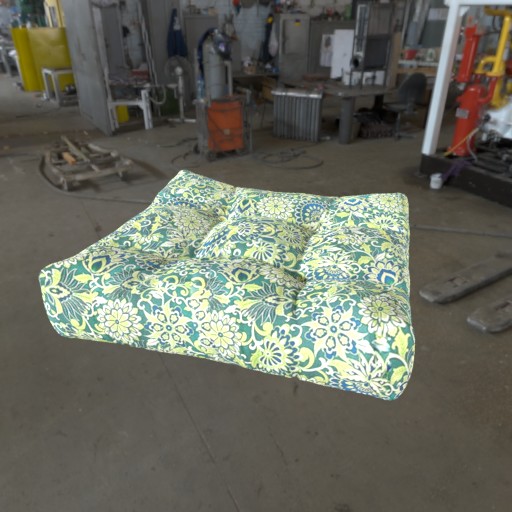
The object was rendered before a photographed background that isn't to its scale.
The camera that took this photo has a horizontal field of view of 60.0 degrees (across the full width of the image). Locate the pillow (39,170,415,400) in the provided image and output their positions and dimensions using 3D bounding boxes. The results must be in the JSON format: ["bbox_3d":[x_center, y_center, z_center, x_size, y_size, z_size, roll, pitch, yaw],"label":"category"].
[{"bbox_3d":[0.000,0.000,0.734,0.490,0.128,0.468,8,30,14],"label":"pillow"}]
